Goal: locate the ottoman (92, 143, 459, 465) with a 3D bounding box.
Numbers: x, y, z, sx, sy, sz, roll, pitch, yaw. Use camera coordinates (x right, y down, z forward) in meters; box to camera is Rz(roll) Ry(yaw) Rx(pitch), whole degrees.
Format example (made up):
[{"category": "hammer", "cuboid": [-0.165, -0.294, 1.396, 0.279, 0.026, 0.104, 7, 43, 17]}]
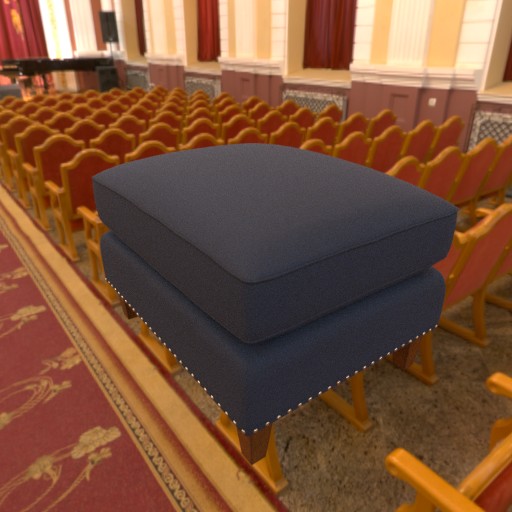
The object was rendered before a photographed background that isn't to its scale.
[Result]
[{"category": "ottoman", "cuboid": [0.000, 0.000, 1.143, 0.584, 0.513, 0.741, -18, 31, -32]}]
